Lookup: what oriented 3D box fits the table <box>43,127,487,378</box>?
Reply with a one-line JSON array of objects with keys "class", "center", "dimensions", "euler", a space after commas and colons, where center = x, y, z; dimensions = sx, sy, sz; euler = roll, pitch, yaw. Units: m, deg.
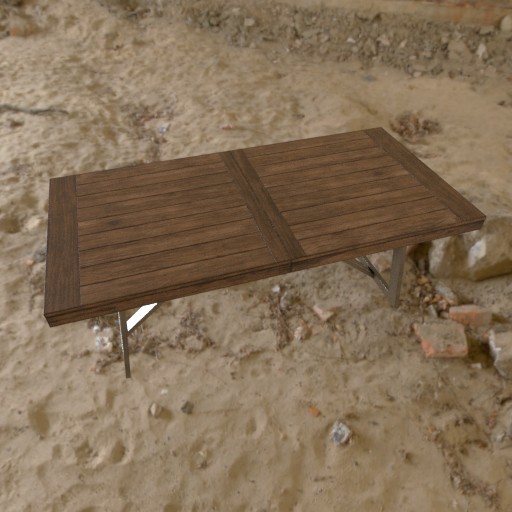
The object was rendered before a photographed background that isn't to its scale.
[{"class": "table", "center": [0.000, 0.000, 2.351], "dimensions": [1.867, 0.757, 0.931], "euler": [-12, 43, -13]}]
